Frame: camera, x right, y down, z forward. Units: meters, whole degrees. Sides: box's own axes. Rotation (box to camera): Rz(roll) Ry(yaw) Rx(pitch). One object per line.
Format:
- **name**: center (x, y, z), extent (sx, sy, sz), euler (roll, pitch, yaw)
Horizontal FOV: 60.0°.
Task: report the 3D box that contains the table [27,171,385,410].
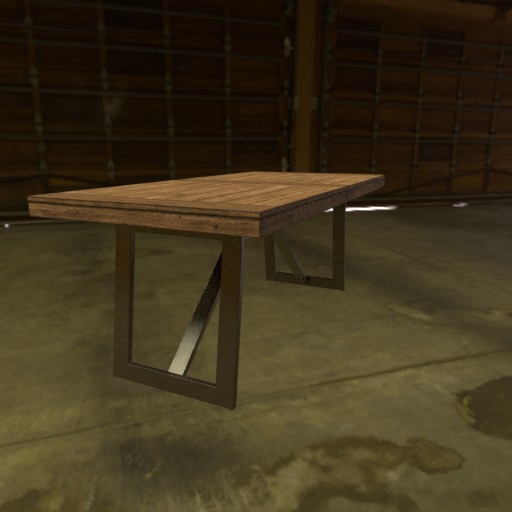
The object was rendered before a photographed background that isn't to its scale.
- **table**: center (0.000, 0.000, 2.307), extent (0.931, 0.757, 1.867), euler (7, 15, 25)
